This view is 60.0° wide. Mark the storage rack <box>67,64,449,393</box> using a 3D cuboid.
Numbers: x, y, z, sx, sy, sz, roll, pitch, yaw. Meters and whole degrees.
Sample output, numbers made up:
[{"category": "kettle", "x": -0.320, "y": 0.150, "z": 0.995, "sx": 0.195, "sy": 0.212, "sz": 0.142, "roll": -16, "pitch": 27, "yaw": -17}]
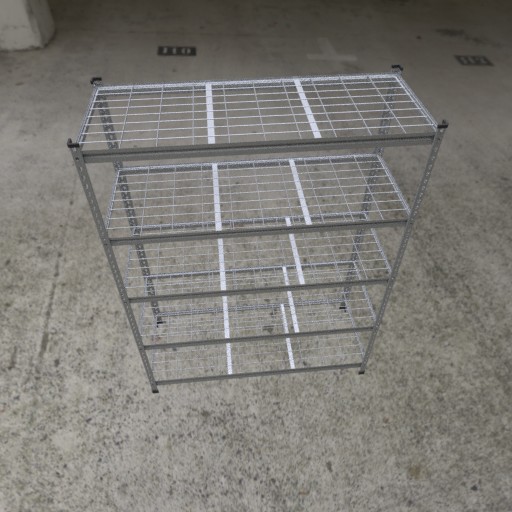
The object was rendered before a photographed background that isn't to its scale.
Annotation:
[{"category": "storage rack", "x": 0.000, "y": 0.000, "z": 2.668, "sx": 1.524, "sy": 1.981, "sz": 0.610, "roll": -4, "pitch": 46, "yaw": -4}]
